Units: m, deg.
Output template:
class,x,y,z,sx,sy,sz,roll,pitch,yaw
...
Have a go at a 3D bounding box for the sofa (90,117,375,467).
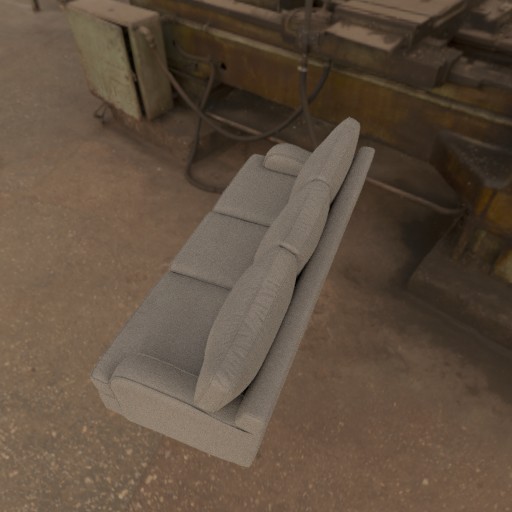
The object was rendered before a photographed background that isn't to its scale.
class,x,y,z,sx,sy,sz,roll,pitch,yaw
sofa,0.000,0.000,2.931,1.016,0.991,2.323,16,48,15
